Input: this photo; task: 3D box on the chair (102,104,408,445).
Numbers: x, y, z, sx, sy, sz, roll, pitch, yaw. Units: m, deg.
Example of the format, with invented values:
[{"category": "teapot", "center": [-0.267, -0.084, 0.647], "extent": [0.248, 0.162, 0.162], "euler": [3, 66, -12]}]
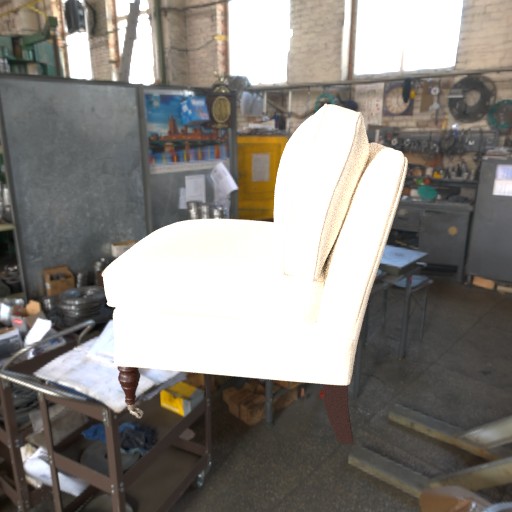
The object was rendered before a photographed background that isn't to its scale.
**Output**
[{"category": "chair", "center": [0.000, 0.000, 1.407], "extent": [0.781, 0.887, 0.630], "euler": [3, 16, 9]}]
